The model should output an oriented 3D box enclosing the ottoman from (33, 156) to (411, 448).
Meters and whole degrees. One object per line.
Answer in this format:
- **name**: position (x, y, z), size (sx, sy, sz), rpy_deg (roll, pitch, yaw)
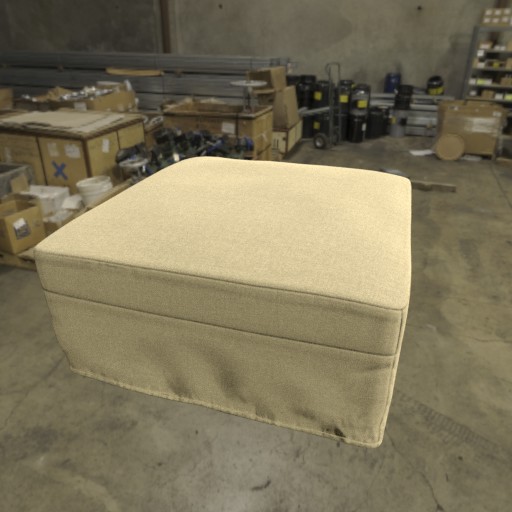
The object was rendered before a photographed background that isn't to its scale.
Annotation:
- **ottoman**: position (0.000, 0.000, 1.312), size (0.840, 0.436, 0.843), rpy_deg (8, 28, 15)
